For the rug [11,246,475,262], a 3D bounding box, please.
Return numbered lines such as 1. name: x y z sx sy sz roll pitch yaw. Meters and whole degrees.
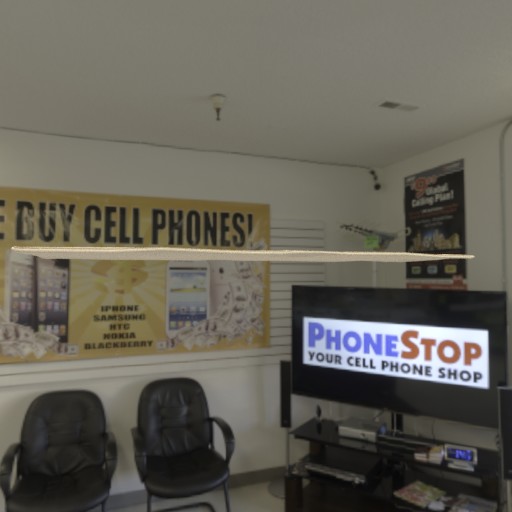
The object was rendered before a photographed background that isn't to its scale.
1. rug: 0.000 0.000 2.570 2.381 0.036 0.831 1 -3 -18
